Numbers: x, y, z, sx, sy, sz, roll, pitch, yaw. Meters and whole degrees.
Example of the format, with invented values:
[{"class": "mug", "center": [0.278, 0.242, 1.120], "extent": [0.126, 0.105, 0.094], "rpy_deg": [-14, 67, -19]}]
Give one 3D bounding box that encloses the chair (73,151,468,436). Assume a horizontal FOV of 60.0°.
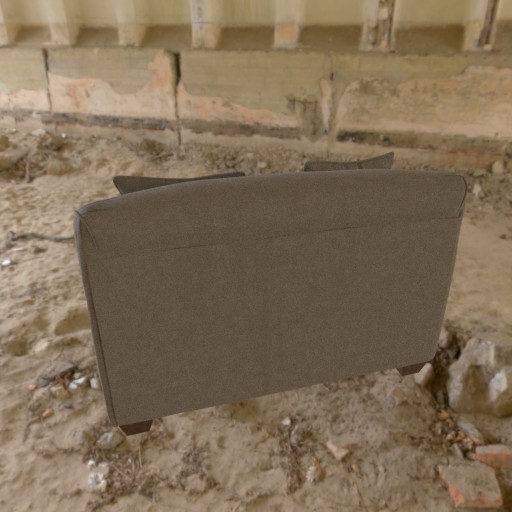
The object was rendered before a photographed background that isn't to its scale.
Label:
[{"class": "chair", "center": [0.000, 0.000, 2.020], "extent": [1.395, 0.953, 0.992], "rpy_deg": [-7, 27, -15]}]
